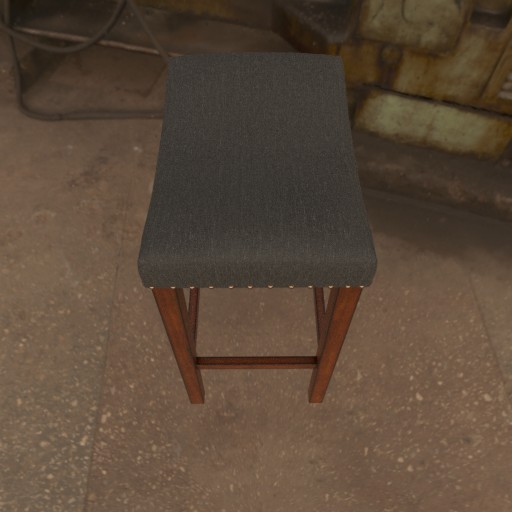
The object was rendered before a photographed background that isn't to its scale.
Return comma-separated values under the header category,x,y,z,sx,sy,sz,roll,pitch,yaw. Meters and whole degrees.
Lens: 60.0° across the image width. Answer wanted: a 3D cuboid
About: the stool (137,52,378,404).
category,x,y,z,sx,sy,sz,roll,pitch,yaw
stool,0.000,0.000,1.046,0.366,0.760,0.502,0,58,0
